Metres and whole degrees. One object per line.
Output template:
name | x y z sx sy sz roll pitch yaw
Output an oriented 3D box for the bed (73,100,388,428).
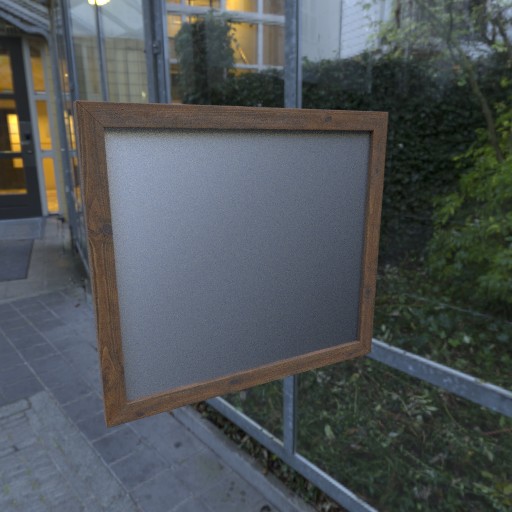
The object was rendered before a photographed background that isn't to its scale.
bed | 0.000 0.000 1.482 1.046 0.942 0.046 -8 17 -27
